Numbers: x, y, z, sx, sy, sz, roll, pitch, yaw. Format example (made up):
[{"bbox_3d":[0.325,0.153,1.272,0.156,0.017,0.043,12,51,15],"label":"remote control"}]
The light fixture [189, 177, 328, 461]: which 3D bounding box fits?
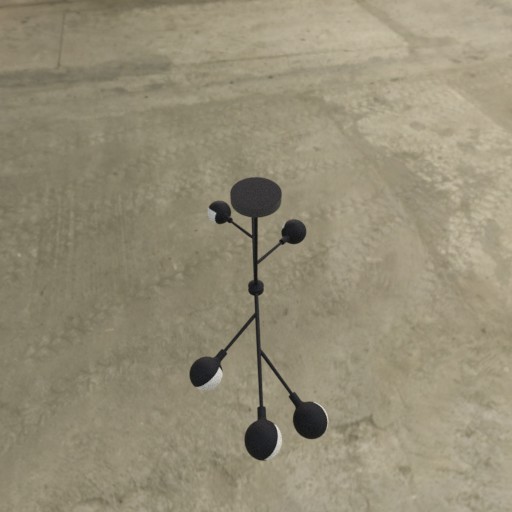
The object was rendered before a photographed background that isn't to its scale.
[{"bbox_3d":[0.000,0.000,1.001,0.434,0.362,0.778,10,48,9],"label":"light fixture"}]
